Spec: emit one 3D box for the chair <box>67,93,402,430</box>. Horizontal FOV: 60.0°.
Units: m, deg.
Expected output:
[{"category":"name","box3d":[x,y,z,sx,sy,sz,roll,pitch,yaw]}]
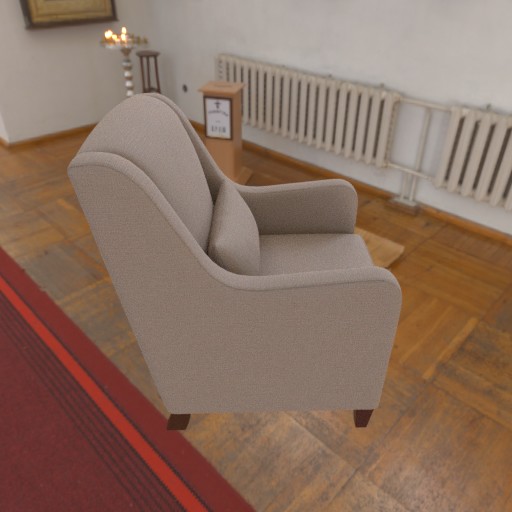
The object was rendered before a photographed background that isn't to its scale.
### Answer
[{"category":"chair","box3d":[0.000,0.000,1.574,0.896,1.017,0.715,0,33,0]}]
